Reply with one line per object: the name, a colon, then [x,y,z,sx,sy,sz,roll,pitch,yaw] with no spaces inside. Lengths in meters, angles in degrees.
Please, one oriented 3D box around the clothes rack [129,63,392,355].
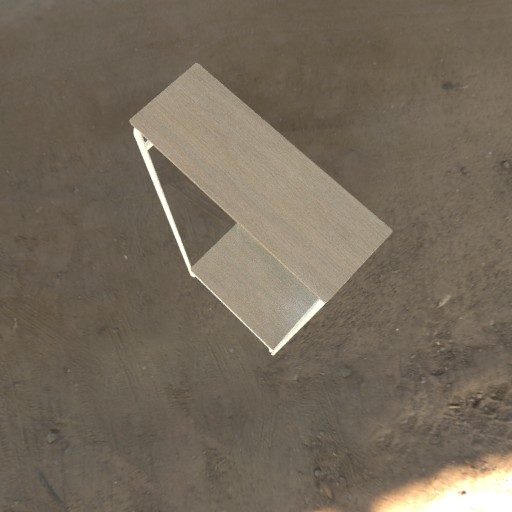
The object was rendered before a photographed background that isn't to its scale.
clothes rack: [0.000,0.000,1.766,0.640,1.512,0.400,43,79,10]
